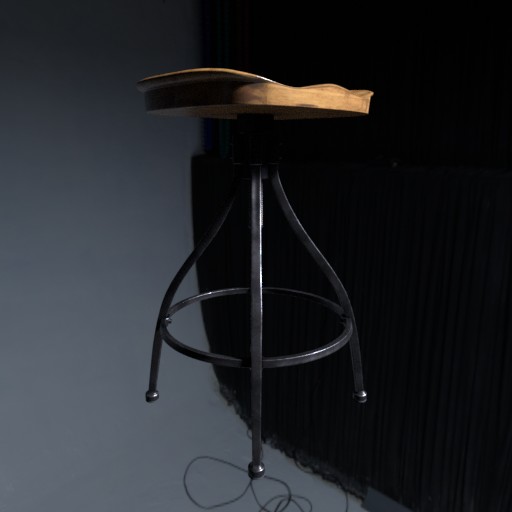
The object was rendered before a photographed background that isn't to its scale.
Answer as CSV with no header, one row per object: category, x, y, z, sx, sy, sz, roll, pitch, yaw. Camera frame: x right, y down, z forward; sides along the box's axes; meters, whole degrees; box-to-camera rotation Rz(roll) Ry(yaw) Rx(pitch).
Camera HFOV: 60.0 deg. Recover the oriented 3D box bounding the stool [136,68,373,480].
stool,0.000,0.000,0.956,0.424,0.694,0.432,14,20,43
